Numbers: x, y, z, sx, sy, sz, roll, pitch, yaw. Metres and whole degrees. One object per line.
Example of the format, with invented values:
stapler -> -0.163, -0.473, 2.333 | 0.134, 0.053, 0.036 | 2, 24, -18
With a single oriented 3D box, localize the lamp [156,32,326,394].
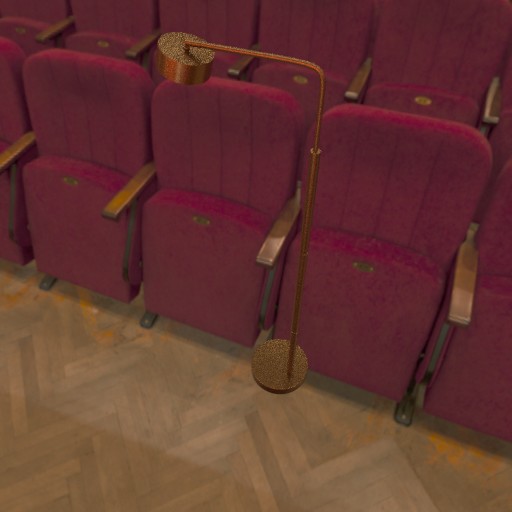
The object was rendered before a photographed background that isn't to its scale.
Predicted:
lamp -> 0.000, 0.000, 1.324 | 0.418, 1.230, 0.219 | 17, 50, 15
